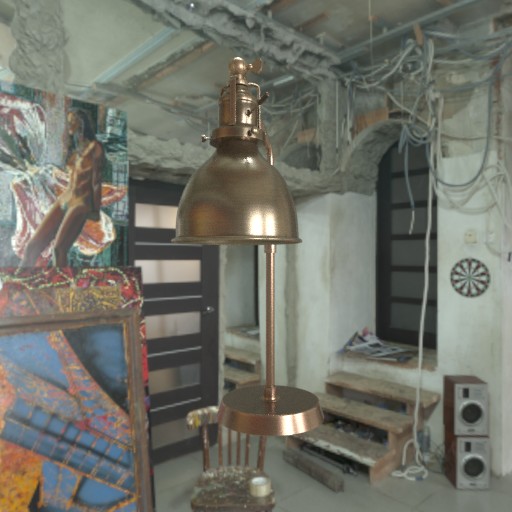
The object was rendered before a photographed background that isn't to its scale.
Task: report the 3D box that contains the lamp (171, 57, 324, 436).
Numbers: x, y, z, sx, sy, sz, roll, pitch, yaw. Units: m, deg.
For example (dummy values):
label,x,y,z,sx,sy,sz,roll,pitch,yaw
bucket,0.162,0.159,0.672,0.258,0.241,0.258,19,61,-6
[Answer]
label,x,y,z,sx,sy,sz,roll,pitch,yaw
lamp,0.000,0.000,0.575,0.153,0.456,0.286,0,-1,18
